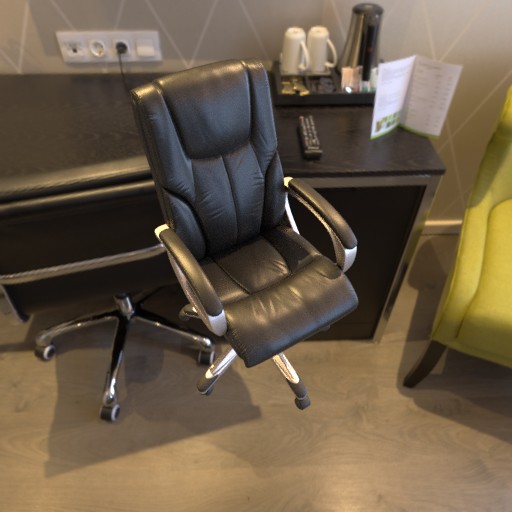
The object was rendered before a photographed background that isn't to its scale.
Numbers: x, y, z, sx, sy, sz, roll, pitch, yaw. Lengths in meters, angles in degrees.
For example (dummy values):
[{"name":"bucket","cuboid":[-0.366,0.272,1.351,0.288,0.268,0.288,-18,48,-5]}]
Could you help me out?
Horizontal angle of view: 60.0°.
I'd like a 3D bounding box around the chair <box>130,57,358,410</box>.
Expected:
[{"name":"chair","cuboid":[0.000,0.000,1.642,0.700,1.145,0.780,-25,51,-22]}]
